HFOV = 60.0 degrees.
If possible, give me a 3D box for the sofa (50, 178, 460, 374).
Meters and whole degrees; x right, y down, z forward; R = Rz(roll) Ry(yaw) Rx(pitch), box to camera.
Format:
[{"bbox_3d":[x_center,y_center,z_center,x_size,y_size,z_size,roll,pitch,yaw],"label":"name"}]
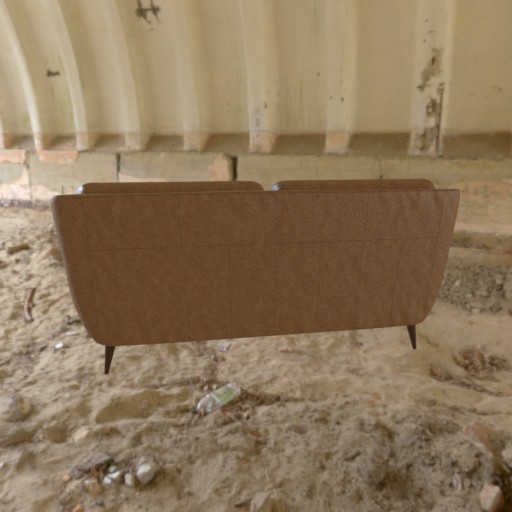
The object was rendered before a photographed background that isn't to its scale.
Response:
[{"bbox_3d":[0.000,0.000,2.366,1.902,0.839,0.904,-2,14,-10],"label":"sofa"}]
